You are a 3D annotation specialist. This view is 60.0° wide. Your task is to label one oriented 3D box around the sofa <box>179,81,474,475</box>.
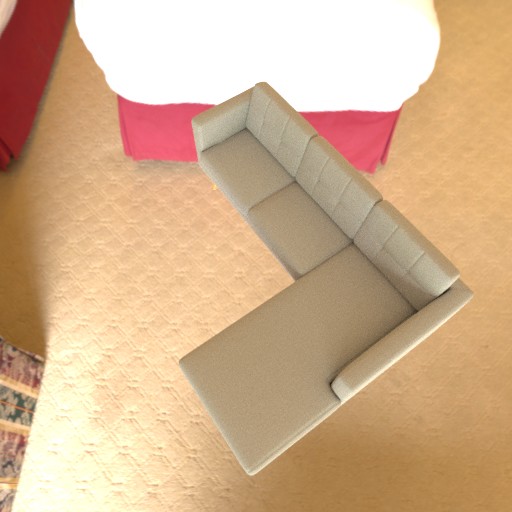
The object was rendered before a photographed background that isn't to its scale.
[{"bbox_3d":[0.000,0.000,2.840,1.530,0.860,2.040,-32,67,-15],"label":"sofa"}]
